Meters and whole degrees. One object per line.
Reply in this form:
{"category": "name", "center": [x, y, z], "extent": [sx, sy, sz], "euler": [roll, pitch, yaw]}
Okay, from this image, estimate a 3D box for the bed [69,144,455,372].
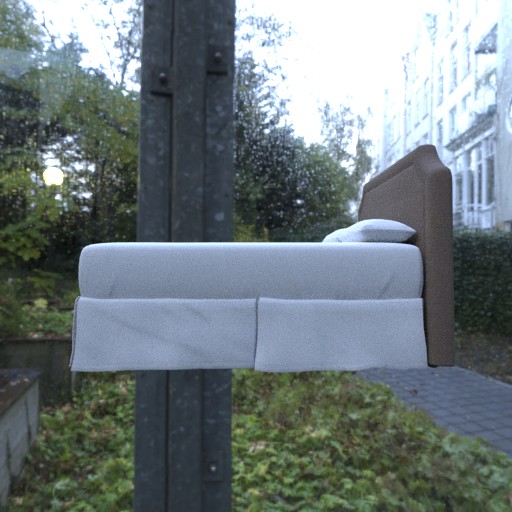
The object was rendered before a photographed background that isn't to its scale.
{"category": "bed", "center": [0.000, 0.000, 3.197], "extent": [2.116, 1.290, 1.693], "euler": [0, -1, -1]}
